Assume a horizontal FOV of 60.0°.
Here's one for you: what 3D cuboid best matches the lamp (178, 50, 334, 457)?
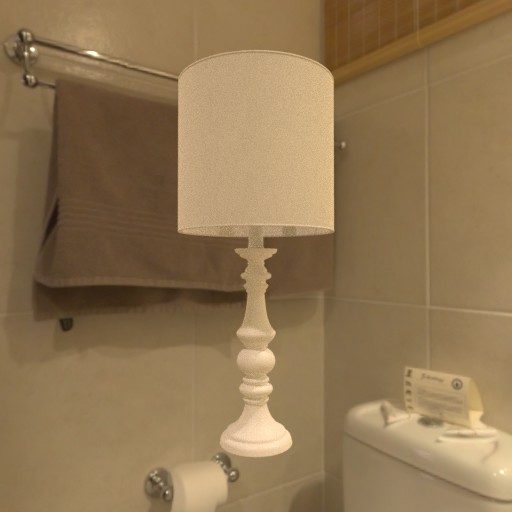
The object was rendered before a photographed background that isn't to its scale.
[{"bbox_3d":[0.000,0.000,0.718,0.250,0.597,0.250,0,-1,18],"label":"lamp"}]
